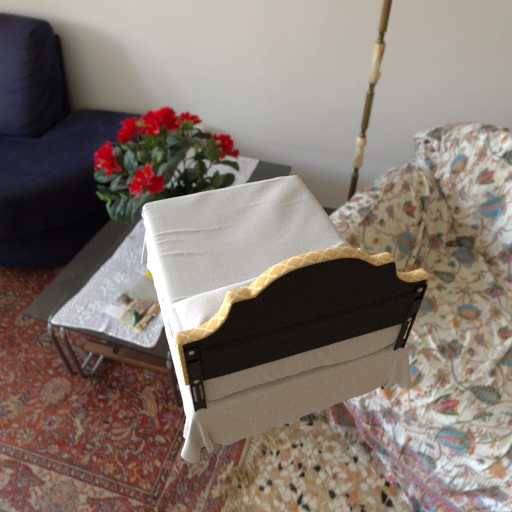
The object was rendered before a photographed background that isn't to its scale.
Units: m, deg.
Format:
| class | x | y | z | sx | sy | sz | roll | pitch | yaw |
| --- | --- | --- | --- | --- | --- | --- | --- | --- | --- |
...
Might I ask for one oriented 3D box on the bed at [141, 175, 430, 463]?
| class | x | y | z | sx | sy | sz | roll | pitch | yaw |
| --- | --- | --- | --- | --- | --- | --- | --- | --- | --- |
| bed | 0.000 | 0.000 | 3.489 | 1.780 | 1.633 | 2.222 | -13 | 44 | -14 |
